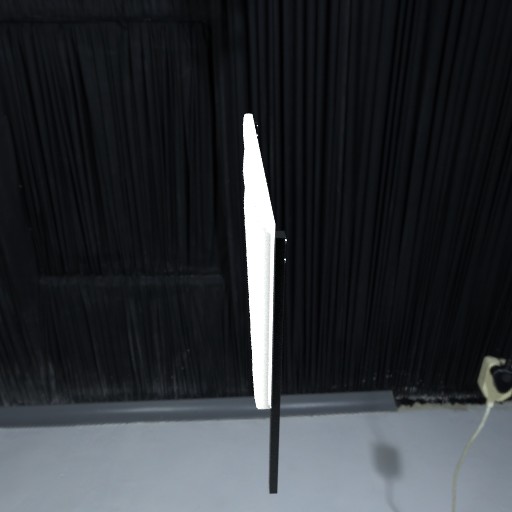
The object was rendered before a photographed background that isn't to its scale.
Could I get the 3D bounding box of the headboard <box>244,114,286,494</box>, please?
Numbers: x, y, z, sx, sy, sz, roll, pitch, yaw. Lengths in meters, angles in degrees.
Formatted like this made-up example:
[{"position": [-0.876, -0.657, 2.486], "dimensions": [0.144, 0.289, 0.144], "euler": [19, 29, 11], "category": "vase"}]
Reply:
[{"position": [0.000, 0.000, 2.848], "dimensions": [0.120, 1.410, 2.362], "euler": [-1, 26, -2], "category": "headboard"}]
